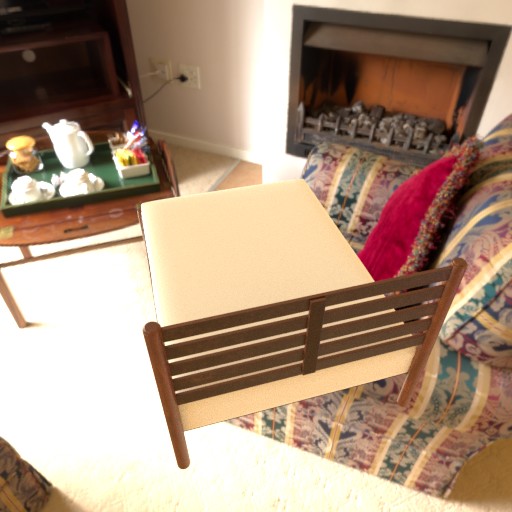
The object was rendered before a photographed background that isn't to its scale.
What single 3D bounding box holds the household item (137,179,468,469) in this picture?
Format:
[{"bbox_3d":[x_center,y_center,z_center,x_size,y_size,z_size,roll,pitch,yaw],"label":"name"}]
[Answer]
[{"bbox_3d":[0.000,0.000,3.349,1.663,1.356,2.232,-11,42,-12],"label":"household item"}]
